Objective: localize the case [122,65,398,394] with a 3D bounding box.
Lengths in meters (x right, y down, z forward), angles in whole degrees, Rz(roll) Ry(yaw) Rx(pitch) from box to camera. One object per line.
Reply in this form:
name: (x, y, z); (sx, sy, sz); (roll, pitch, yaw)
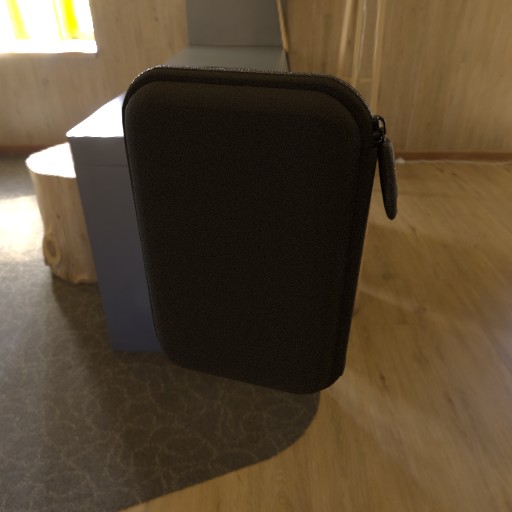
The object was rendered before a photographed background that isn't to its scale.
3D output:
case: (0.000, 0.000, 0.188); (0.107, 0.147, 0.030); (9, 33, 14)
